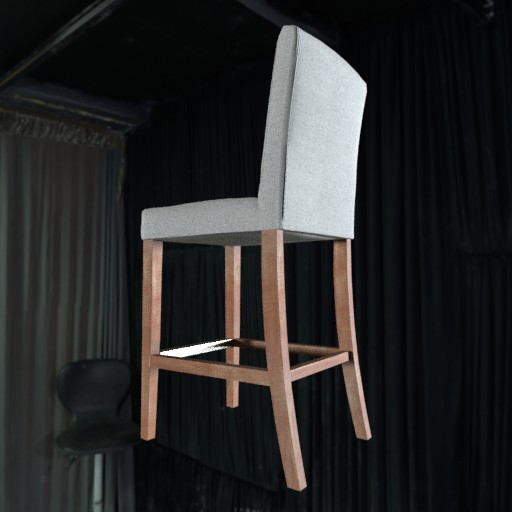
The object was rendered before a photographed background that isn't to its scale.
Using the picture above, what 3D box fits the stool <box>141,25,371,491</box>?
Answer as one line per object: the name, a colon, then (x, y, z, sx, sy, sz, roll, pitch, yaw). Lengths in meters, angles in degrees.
stool: (0.000, 0.000, 1.344, 0.570, 1.088, 0.439, -2, -3, 37)
